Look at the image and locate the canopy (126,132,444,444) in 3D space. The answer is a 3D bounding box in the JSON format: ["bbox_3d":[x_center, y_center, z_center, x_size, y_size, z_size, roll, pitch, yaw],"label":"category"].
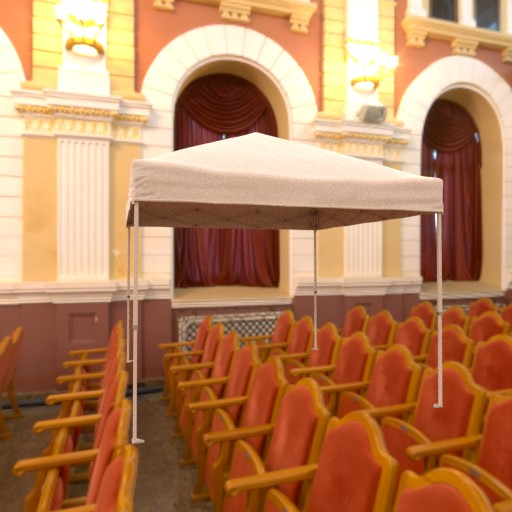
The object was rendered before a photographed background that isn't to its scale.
[{"bbox_3d":[0.000,0.000,5.368,2.996,2.997,2.998,0,0,-17],"label":"canopy"}]
